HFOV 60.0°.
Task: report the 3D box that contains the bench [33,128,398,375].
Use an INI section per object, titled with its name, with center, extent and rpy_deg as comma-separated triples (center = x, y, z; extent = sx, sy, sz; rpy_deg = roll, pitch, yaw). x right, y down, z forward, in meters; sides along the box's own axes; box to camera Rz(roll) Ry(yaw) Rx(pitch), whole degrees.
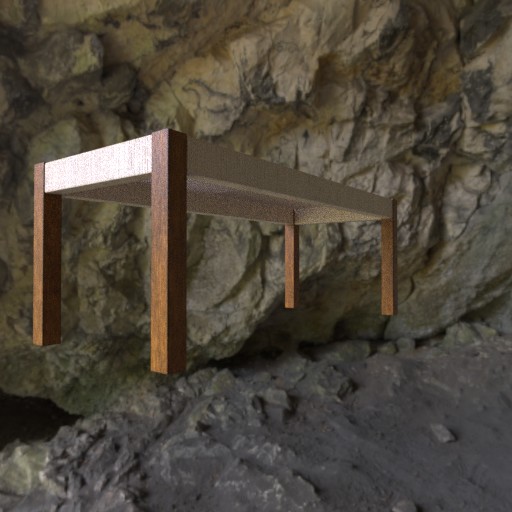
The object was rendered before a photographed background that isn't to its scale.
[bench]
center = 0.000, 0.000, 1.448
extent = 0.507, 0.457, 1.198
rpy_deg = -1, -1, 37
